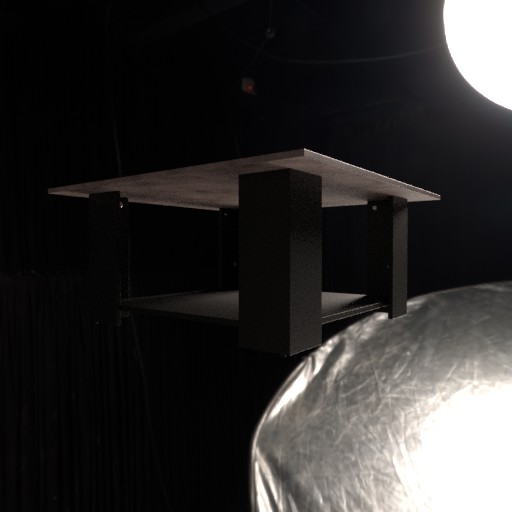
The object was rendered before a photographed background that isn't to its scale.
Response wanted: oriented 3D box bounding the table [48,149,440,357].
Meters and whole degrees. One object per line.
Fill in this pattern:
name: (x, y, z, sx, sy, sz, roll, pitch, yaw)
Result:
table: (0.000, 0.000, 1.066, 0.670, 0.305, 0.670, 1, 1, 37)
